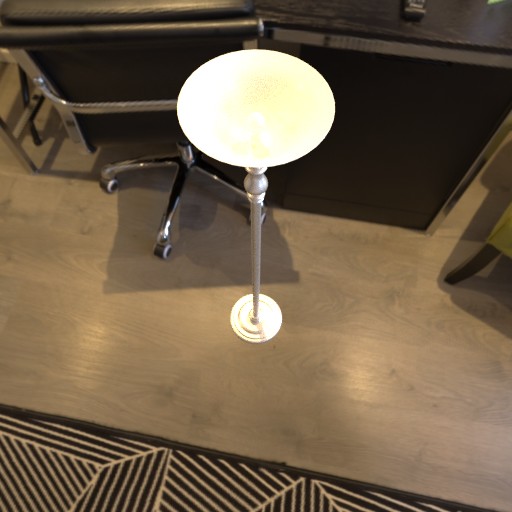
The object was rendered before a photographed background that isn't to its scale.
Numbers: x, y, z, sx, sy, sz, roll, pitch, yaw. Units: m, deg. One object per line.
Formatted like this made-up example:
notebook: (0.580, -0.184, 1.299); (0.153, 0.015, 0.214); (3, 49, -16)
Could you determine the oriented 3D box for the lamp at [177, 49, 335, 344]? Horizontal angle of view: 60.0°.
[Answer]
lamp: (0.000, 0.000, 1.936); (0.405, 1.771, 0.405); (-18, 65, -9)
